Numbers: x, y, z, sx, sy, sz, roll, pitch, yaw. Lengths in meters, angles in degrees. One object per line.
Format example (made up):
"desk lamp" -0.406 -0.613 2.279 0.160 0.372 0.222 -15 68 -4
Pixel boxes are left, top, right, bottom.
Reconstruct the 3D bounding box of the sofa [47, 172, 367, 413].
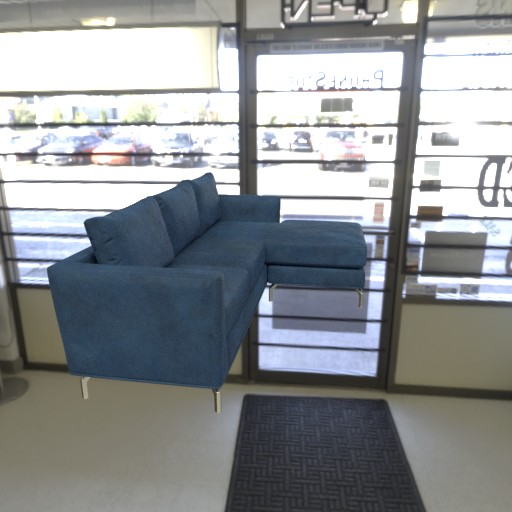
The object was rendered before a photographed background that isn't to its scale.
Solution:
"sofa" 0.000 0.000 3.189 1.622 0.987 2.438 3 17 9
